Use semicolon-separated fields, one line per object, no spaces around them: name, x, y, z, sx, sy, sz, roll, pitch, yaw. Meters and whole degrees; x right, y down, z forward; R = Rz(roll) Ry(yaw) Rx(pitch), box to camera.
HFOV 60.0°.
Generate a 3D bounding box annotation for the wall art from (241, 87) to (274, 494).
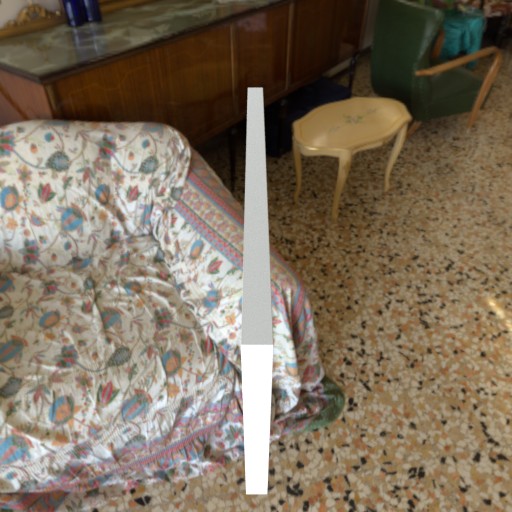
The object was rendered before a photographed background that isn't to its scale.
wall art;0.000;0.000;0.964;0.038;0.431;0.812;0;41;0
